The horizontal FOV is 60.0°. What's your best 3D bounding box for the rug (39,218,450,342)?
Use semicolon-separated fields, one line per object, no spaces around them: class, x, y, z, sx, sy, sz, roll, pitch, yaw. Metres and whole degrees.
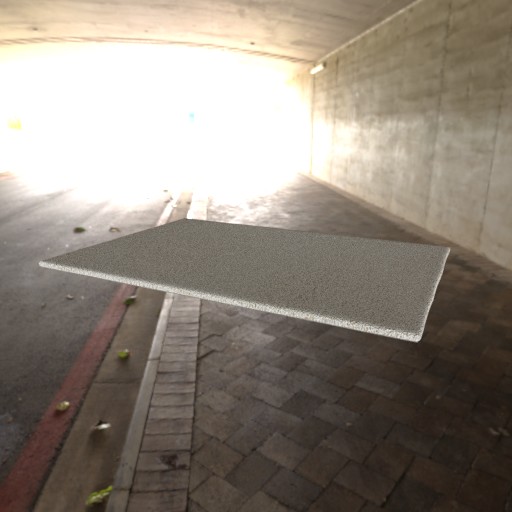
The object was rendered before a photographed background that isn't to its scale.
rug;0.000;0.000;2.302;1.778;0.030;1.219;8;18;26
